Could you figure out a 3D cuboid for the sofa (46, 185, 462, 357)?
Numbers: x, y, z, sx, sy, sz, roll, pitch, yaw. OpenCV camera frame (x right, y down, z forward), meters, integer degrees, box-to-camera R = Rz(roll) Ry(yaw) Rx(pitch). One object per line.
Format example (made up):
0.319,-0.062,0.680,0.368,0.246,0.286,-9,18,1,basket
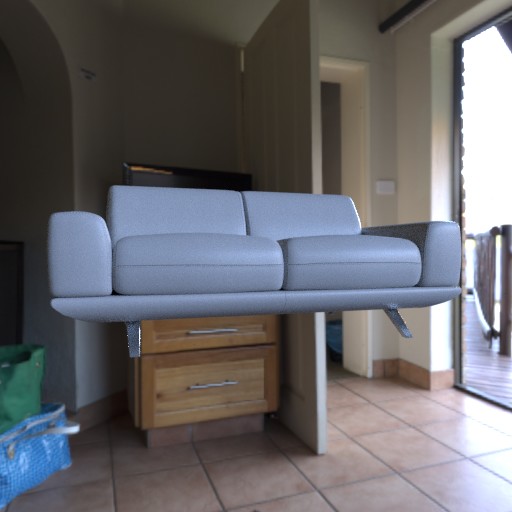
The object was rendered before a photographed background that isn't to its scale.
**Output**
0.000,0.000,2.320,1.901,0.772,0.900,0,1,-18,sofa
